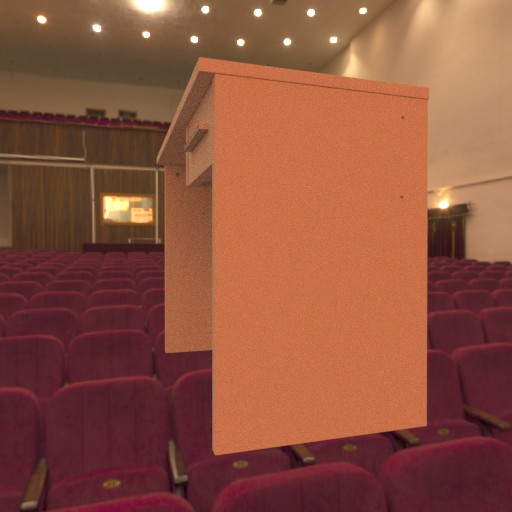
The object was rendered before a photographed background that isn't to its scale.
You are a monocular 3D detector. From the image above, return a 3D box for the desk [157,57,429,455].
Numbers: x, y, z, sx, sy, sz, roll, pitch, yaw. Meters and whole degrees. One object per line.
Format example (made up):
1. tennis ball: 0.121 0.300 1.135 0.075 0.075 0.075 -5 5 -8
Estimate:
1. desk: 0.000 0.000 1.309 0.498 0.729 0.900 0 1 -17
